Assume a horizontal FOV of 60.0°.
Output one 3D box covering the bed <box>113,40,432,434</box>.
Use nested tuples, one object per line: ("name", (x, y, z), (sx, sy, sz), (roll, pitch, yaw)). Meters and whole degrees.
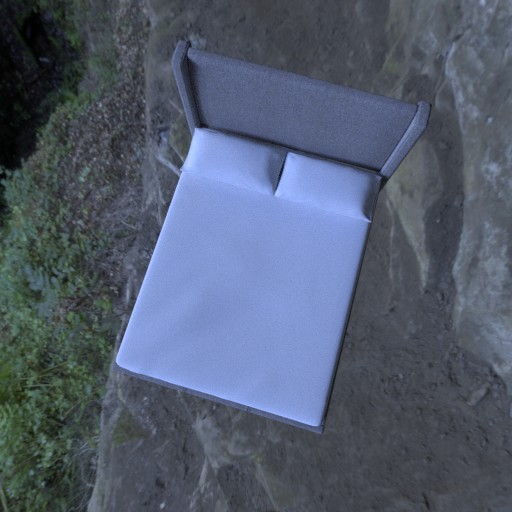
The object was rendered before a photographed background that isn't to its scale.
("bed", (0.000, 0.000, 3.350), (1.714, 1.476, 2.245), (16, 77, 4))
